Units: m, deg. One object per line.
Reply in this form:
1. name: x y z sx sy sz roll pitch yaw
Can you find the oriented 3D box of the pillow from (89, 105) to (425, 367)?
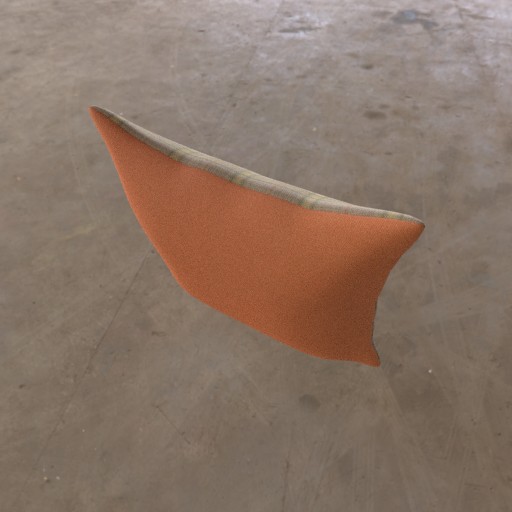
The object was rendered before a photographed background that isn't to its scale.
1. pillow: 0.000 0.000 0.693 0.453 0.430 0.200 24 50 22
